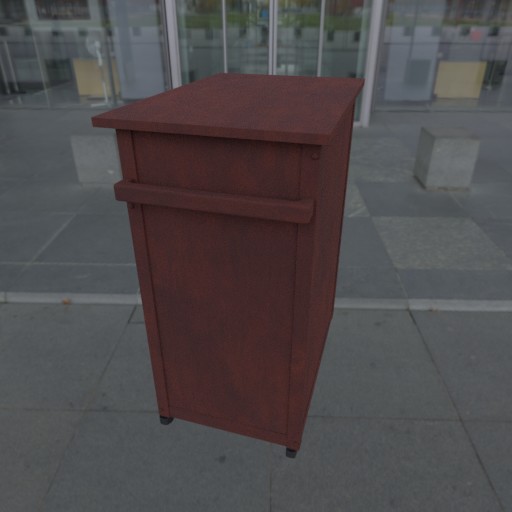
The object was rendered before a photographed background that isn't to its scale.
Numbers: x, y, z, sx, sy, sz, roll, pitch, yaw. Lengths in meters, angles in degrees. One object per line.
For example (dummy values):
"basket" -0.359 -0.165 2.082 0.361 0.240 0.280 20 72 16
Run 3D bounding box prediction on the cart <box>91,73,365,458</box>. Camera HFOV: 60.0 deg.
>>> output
"cart" 0.000 0.000 1.244 0.442 0.864 0.683 8 30 15
